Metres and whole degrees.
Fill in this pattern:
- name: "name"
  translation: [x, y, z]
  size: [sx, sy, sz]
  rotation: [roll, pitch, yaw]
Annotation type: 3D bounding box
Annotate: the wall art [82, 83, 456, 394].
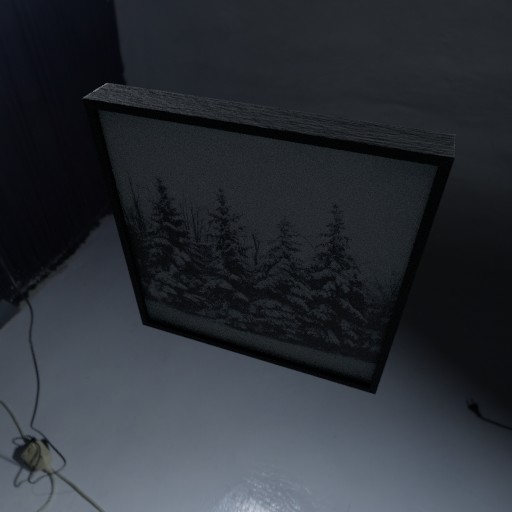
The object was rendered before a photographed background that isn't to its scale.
- name: "wall art"
  translation: [0.000, 0.000, 0.459]
  size: [0.305, 0.305, 0.037]
  rotation: [13, 44, 14]
